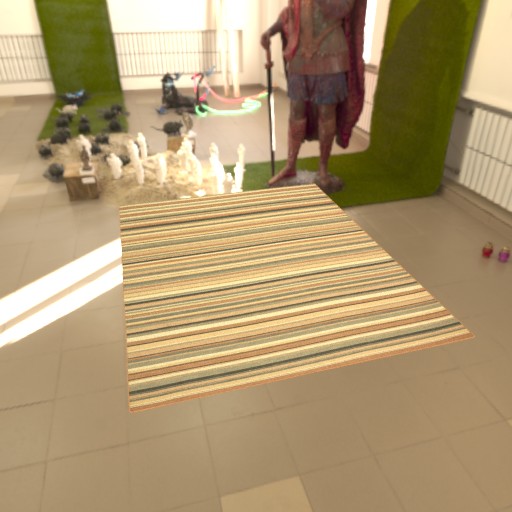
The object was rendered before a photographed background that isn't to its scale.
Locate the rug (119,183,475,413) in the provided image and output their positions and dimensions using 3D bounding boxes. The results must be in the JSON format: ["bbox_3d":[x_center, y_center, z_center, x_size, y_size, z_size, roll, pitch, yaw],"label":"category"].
[{"bbox_3d":[0.000,0.000,4.166,2.436,0.011,3.045,-8,32,-14],"label":"rug"}]
